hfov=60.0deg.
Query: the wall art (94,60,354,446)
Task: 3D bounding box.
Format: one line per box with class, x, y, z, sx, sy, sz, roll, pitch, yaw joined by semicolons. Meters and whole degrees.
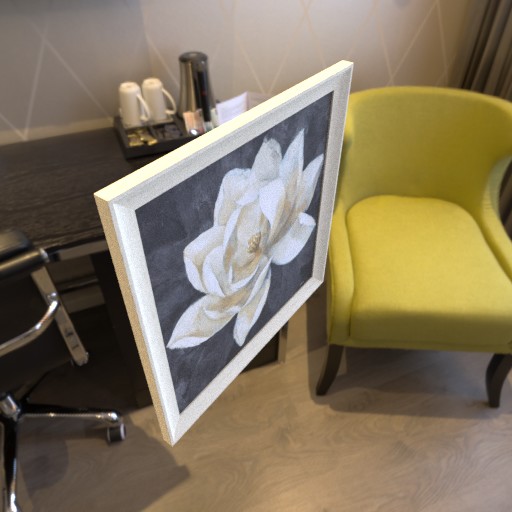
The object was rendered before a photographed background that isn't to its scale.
wall art;0.000;0.000;1.509;0.045;1.016;1.016;26;48;27
